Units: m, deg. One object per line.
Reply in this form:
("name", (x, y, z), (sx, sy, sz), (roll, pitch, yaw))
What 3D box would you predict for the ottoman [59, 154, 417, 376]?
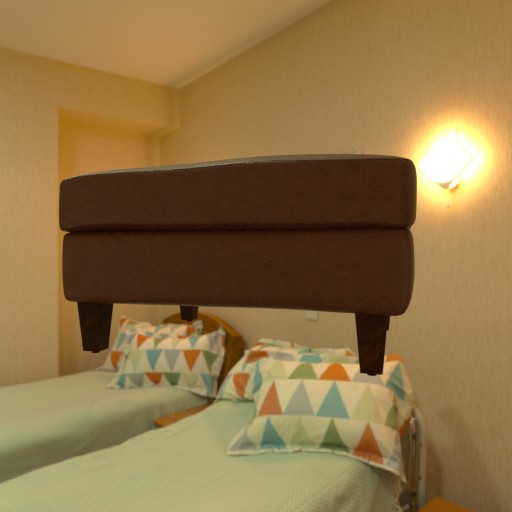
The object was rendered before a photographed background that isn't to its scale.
("ottoman", (0.000, 0.000, 1.269), (0.851, 0.485, 0.650), (0, 1, 18))
